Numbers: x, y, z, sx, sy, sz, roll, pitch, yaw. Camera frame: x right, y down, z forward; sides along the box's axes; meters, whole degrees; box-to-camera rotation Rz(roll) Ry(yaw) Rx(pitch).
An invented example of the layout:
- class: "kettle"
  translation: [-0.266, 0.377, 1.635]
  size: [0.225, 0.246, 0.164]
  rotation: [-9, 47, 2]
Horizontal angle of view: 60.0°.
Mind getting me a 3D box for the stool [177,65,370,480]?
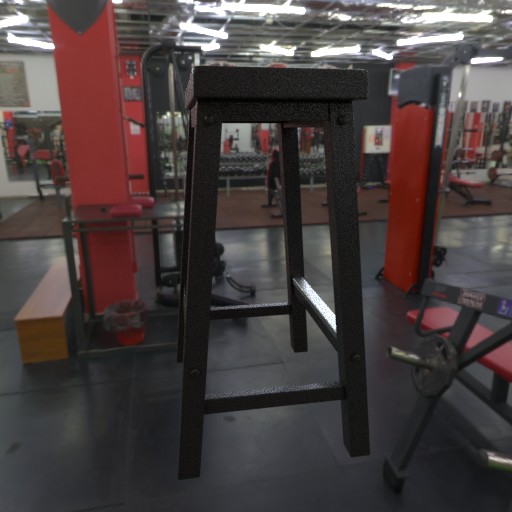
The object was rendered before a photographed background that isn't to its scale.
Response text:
- class: "stool"
  translation: [0.000, 0.000, 0.834]
  size: [0.322, 0.610, 0.406]
  rotation: [-3, 16, -10]
